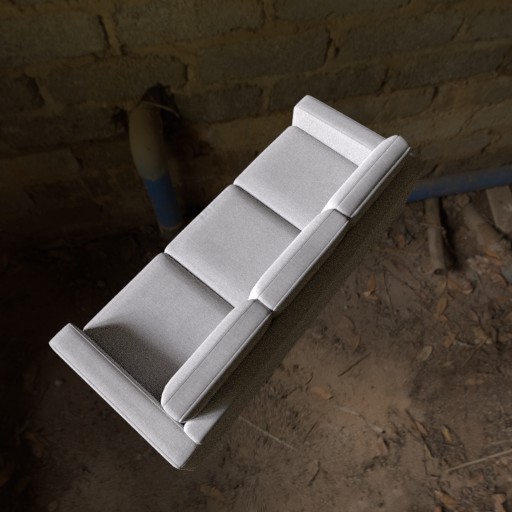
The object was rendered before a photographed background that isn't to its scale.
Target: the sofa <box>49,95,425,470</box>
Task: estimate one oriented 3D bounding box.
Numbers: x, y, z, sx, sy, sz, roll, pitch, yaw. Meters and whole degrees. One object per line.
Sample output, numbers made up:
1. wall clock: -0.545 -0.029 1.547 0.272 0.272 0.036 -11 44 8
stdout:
1. sofa: 0.000 0.000 2.506 0.900 0.800 2.120 36 69 16
